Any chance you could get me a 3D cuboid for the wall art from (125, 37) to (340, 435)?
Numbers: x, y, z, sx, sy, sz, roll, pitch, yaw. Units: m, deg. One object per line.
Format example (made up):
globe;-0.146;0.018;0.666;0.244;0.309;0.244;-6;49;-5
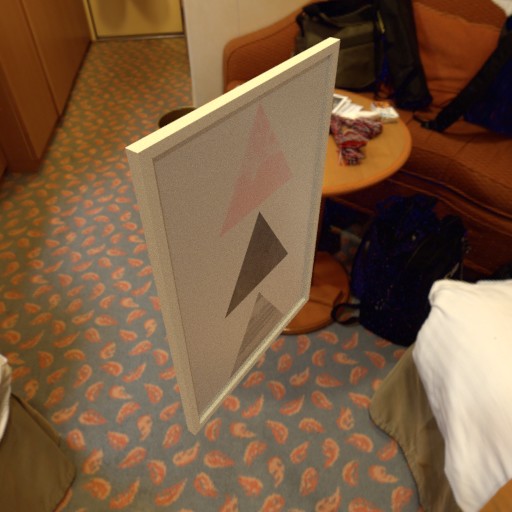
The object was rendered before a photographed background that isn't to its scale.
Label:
wall art;0.000;0.000;0.551;0.013;0.433;0.303;26;49;25
